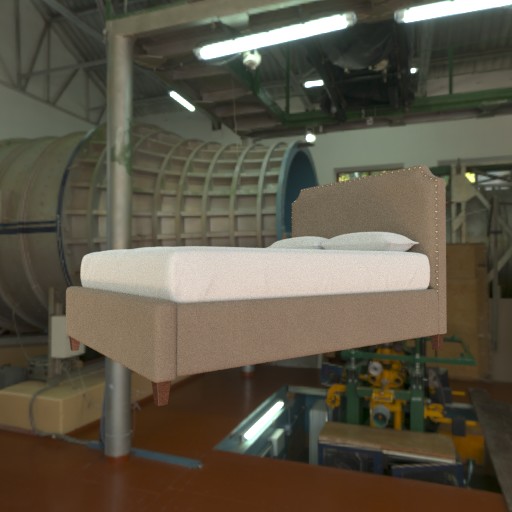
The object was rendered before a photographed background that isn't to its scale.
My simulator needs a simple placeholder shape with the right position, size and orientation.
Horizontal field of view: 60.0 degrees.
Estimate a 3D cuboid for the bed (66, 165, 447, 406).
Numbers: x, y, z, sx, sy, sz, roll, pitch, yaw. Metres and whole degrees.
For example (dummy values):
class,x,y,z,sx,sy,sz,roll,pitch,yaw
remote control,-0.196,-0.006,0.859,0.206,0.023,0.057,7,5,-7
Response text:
class,x,y,z,sx,sy,sz,roll,pitch,yaw
bed,0.000,0.000,3.348,2.329,1.415,1.703,1,-1,-36
